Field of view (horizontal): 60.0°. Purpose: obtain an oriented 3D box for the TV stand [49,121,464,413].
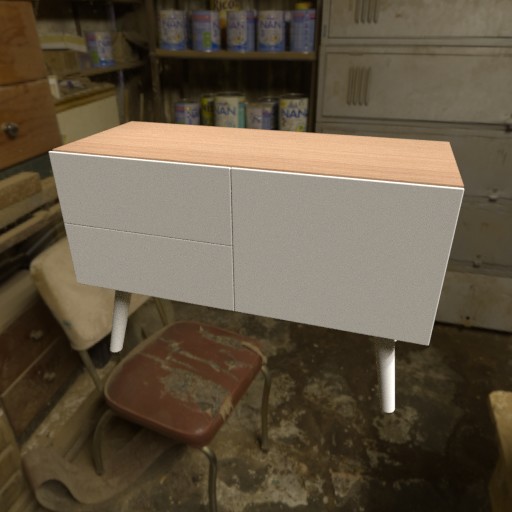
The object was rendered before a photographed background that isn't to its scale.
[{"bbox_3d":[0.000,0.000,1.333,0.991,0.660,0.407,8,29,15],"label":"TV stand"}]
